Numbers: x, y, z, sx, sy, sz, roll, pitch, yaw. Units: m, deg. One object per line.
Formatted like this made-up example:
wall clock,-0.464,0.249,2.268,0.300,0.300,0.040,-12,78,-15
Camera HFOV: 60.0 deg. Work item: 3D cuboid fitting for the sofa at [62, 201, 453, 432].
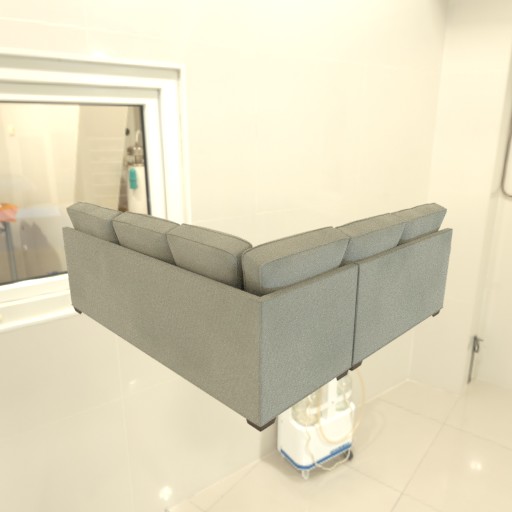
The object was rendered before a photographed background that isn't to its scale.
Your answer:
sofa,0.000,0.000,4.022,2.487,1.053,2.562,-16,22,-43
